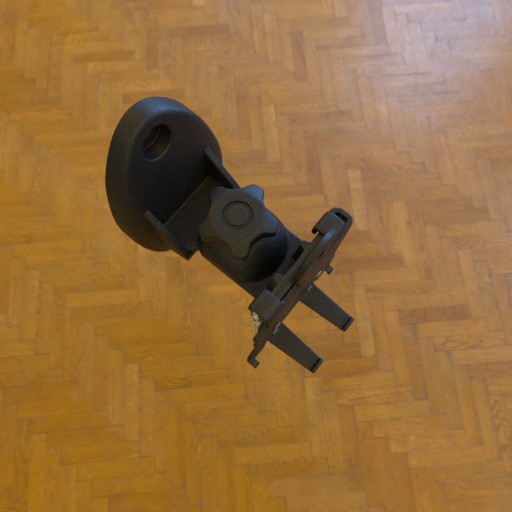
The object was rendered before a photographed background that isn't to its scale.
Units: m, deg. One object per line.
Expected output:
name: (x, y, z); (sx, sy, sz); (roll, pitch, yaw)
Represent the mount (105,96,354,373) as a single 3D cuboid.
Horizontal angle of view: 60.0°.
mount: (0.000, 0.000, 0.178); (0.100, 0.118, 0.066); (38, 77, 10)
